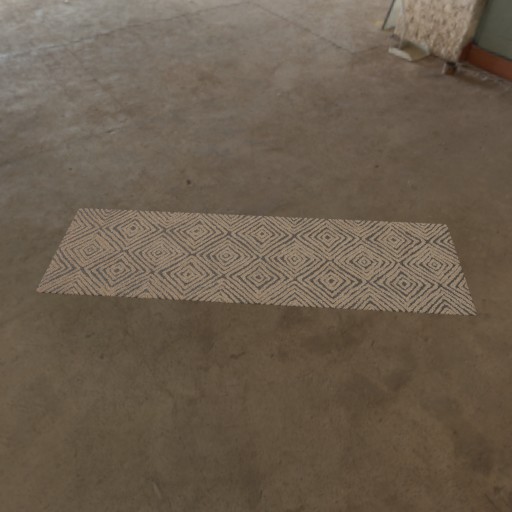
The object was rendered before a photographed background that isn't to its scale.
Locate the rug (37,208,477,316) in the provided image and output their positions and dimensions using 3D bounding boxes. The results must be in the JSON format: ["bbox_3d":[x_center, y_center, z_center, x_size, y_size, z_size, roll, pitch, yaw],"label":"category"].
[{"bbox_3d":[0.000,0.000,2.513,2.277,0.008,0.676,3,47,3],"label":"rug"}]
